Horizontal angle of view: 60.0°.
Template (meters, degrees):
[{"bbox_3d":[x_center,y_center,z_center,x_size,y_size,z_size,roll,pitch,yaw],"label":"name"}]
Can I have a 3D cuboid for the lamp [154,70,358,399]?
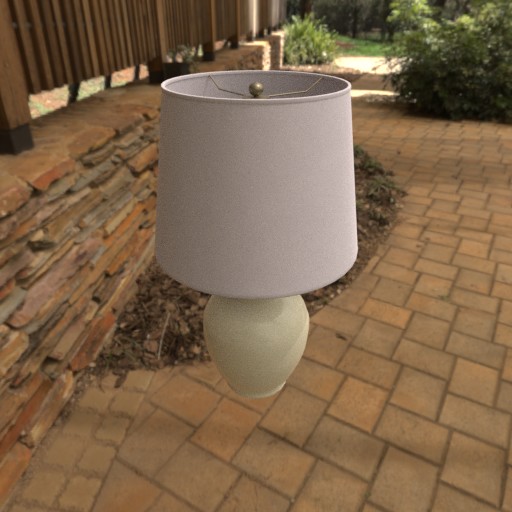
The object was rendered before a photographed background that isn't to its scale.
[{"bbox_3d":[0.000,0.000,0.542,0.239,0.399,0.239,0,29,0],"label":"lamp"}]
